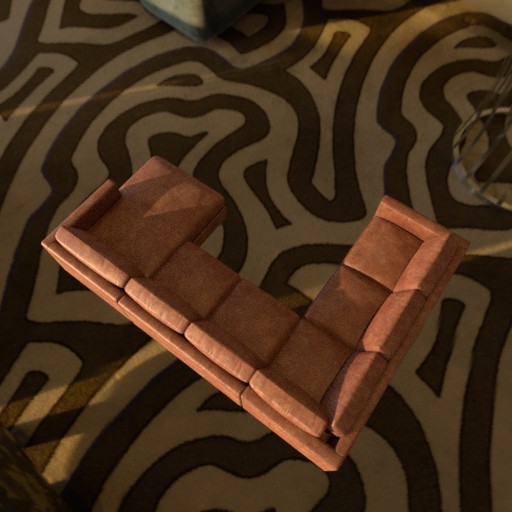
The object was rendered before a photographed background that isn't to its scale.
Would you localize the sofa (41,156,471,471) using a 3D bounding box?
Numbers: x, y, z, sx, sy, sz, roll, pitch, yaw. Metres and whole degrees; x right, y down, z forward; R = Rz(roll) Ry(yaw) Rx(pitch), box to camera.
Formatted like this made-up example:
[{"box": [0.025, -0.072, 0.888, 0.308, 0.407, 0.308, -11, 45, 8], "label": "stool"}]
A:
[{"box": [0.000, 0.000, 4.490, 3.324, 0.888, 2.452, 33, 68, 15], "label": "sofa"}]
